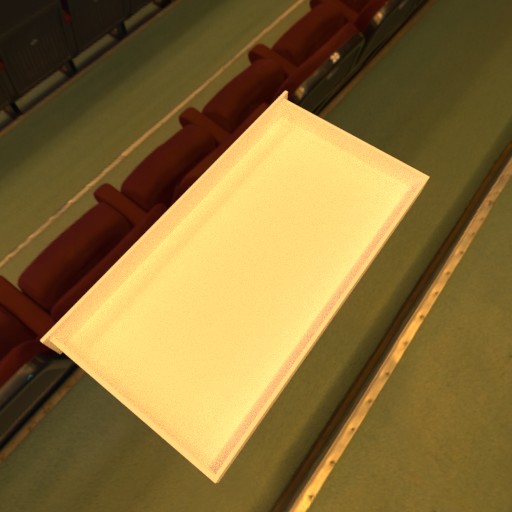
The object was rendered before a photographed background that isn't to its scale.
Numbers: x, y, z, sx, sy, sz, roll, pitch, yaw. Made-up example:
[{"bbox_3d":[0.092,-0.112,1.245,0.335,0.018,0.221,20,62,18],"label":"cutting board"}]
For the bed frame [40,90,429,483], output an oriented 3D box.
[{"bbox_3d":[0.000,0.000,1.550,0.670,0.141,1.300,34,68,15],"label":"bed frame"}]
